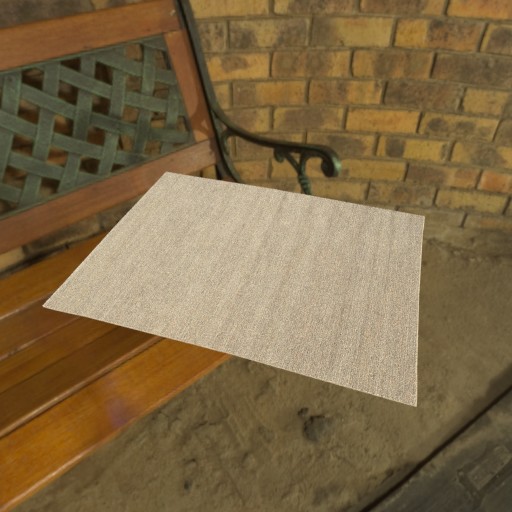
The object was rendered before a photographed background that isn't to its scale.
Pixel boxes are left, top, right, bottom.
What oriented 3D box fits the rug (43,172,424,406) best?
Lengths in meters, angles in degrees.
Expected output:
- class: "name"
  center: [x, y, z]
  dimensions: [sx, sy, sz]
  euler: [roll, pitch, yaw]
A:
- class: "rug"
  center: [0.000, 0.000, 5.010]
  dimensions: [3.626, 0.051, 2.757]
  euler: [12, 42, 13]
